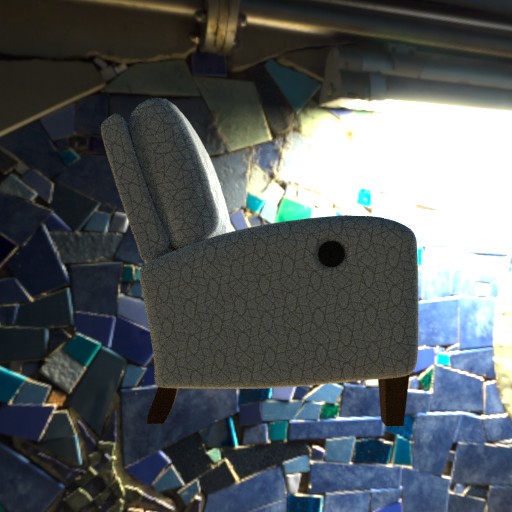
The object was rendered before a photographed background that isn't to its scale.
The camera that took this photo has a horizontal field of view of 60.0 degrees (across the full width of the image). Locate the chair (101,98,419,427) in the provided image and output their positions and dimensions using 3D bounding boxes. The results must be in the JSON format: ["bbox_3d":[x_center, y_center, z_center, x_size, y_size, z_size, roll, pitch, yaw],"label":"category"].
[{"bbox_3d":[0.000,0.000,1.732,0.995,1.064,0.796,0,1,-1],"label":"chair"}]
